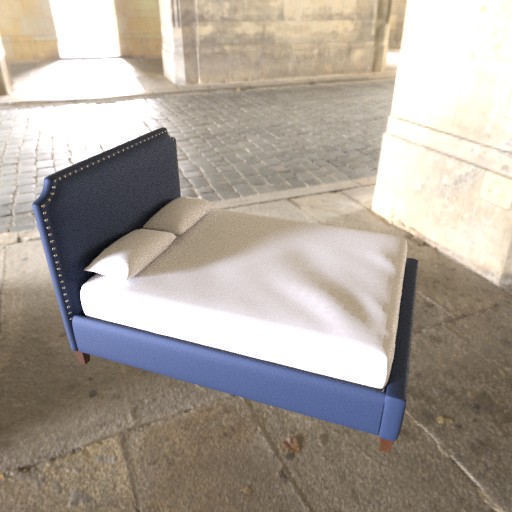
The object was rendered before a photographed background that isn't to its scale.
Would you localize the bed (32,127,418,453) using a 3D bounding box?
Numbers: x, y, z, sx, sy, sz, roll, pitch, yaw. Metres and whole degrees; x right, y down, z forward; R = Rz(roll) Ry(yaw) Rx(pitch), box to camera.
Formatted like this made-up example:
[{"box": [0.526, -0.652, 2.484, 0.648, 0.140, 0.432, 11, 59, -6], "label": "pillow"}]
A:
[{"box": [0.000, 0.000, 3.344, 2.372, 1.443, 1.712, 10, 31, 17], "label": "bed"}]
